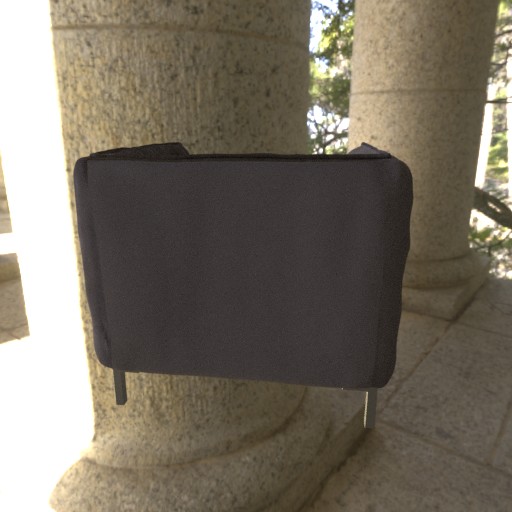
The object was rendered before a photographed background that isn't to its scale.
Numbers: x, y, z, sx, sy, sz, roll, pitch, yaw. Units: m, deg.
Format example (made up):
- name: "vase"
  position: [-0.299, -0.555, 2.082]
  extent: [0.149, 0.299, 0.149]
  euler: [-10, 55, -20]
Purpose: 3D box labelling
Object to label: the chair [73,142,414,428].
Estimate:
- name: "chair"
  position: [0.000, 0.000, 1.660]
  extent: [0.946, 0.807, 0.913]
  euler: [2, 17, 8]
